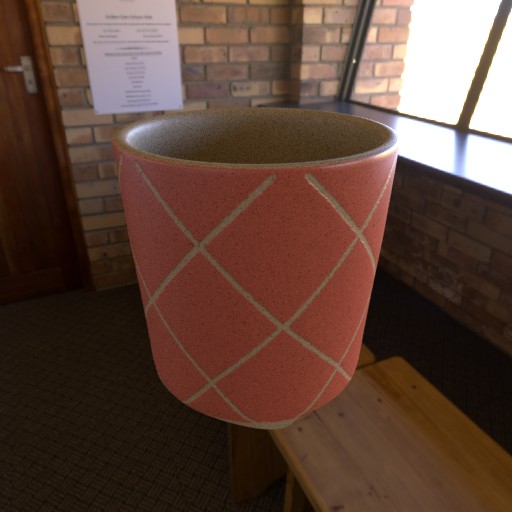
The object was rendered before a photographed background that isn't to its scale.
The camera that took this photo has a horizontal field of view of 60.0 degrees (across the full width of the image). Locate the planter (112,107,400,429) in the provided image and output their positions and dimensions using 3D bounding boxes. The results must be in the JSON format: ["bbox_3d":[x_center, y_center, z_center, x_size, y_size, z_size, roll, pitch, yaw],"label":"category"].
[{"bbox_3d":[0.000,0.000,0.417,0.227,0.235,0.227,0,27,0],"label":"planter"}]
